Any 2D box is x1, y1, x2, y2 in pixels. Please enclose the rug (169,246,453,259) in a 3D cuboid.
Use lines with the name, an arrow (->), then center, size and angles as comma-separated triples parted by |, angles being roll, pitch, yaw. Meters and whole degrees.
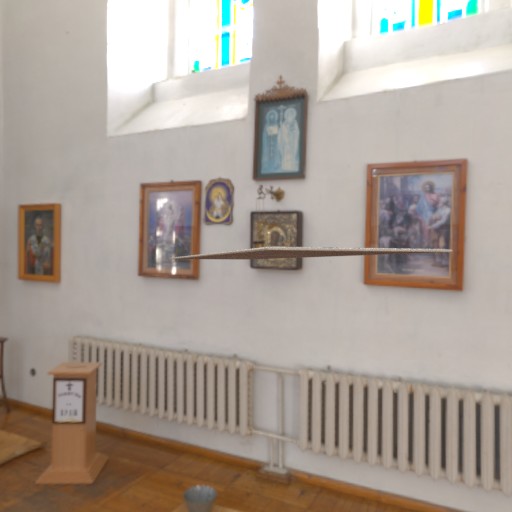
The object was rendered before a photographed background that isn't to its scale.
rug -> 0.000, 0.000, 2.419 | 0.662, 0.011, 2.196 | 0, -1, -18
